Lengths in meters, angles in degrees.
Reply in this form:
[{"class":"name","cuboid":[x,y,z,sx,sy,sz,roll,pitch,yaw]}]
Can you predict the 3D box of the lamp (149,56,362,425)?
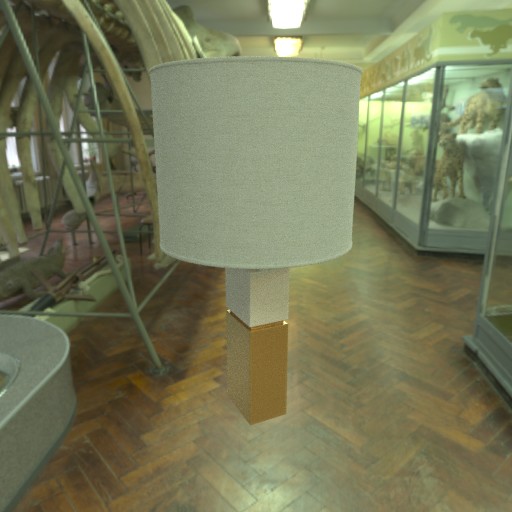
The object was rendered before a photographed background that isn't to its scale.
[{"class":"lamp","cuboid":[0.000,0.000,0.543,0.229,0.417,0.229,-8,17,-25]}]
